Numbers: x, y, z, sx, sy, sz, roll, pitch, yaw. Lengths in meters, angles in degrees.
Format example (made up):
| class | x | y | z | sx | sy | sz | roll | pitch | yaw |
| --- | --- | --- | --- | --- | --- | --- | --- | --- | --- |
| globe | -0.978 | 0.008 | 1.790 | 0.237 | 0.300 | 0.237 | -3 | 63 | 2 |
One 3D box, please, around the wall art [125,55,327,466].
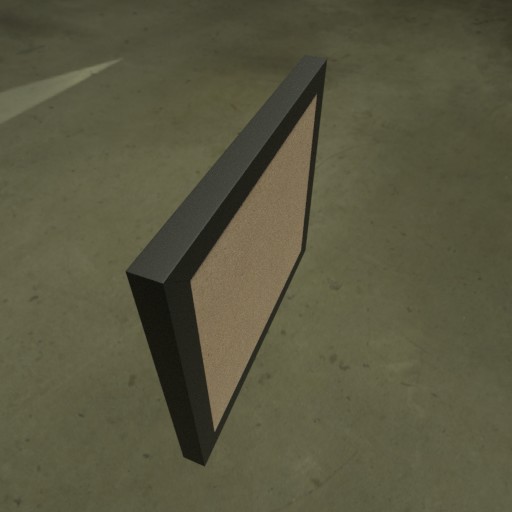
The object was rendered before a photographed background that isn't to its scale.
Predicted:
| class | x | y | z | sx | sy | sz | roll | pitch | yaw |
| --- | --- | --- | --- | --- | --- | --- | --- | --- | --- |
| wall art | 0.000 | 0.000 | 0.521 | 0.028 | 0.321 | 0.381 | 16 | 48 | 15 |
